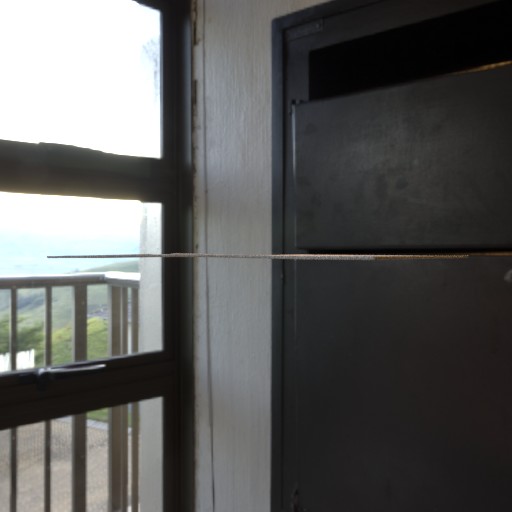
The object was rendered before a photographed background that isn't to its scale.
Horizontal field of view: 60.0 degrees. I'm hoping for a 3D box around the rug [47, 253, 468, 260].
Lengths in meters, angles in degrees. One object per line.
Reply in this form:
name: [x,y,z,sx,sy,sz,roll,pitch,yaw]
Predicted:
rug: [0.000,0.000,2.910,2.264,0.030,1.624,0,0,36]
